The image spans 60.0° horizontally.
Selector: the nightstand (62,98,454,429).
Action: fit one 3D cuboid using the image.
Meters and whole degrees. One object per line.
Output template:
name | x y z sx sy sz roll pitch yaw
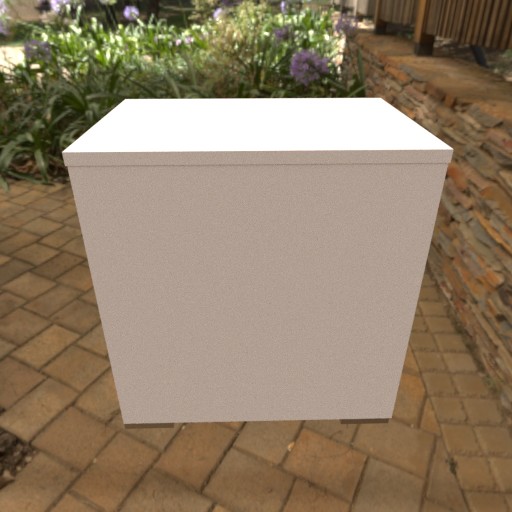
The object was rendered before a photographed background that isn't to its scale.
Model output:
nightstand | 0.000 0.000 0.755 0.441 0.460 0.325 -1 30 -1
